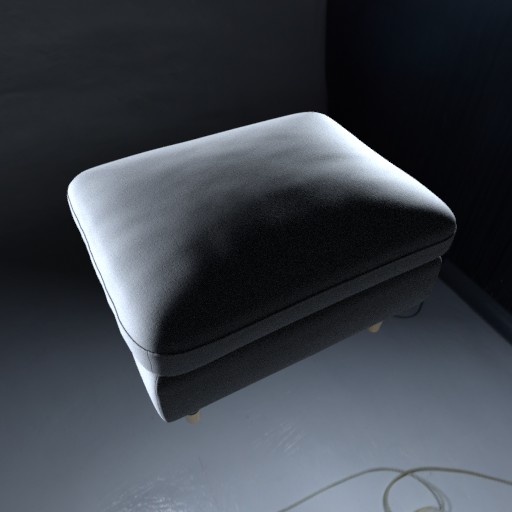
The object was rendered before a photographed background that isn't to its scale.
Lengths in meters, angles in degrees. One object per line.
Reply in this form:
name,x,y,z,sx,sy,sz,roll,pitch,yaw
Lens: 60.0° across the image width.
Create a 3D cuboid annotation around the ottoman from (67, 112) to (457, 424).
ottoman,0.000,0.000,1.123,0.747,0.478,0.593,-21,49,-20
